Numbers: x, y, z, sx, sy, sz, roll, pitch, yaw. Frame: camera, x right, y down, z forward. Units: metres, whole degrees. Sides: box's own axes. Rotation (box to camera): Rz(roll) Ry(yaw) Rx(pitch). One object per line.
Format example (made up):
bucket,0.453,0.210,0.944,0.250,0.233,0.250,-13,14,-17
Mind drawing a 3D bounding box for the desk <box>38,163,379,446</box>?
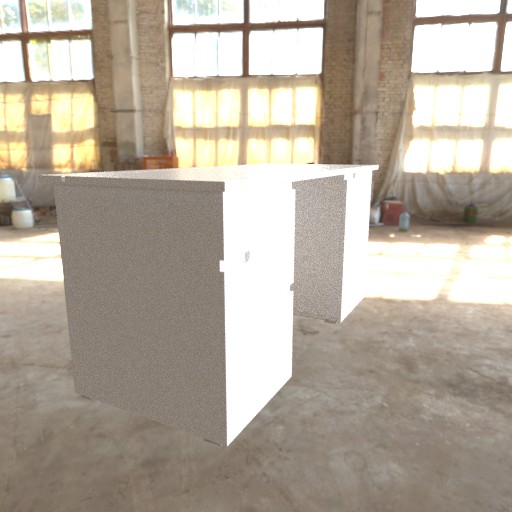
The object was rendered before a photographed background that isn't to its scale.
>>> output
desk,0.000,0.000,1.965,0.670,0.760,1.580,7,15,27
